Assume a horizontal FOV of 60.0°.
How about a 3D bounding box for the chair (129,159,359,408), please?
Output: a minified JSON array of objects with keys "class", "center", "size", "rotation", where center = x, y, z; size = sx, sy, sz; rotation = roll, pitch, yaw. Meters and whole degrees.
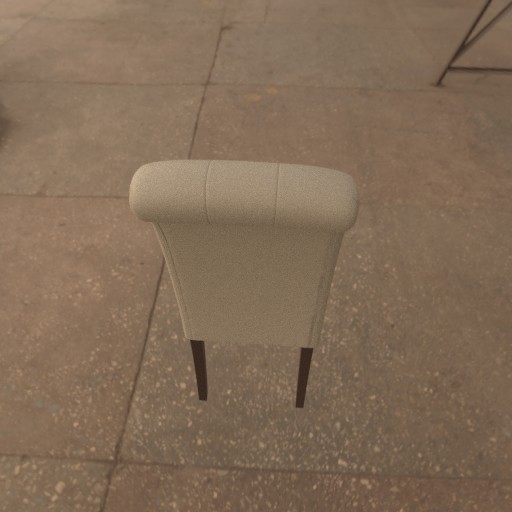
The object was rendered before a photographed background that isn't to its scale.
[{"class":"chair","center":[0.000,0.000,1.324],"size":[0.456,1.006,0.671],"rotation":[3,46,3]}]
